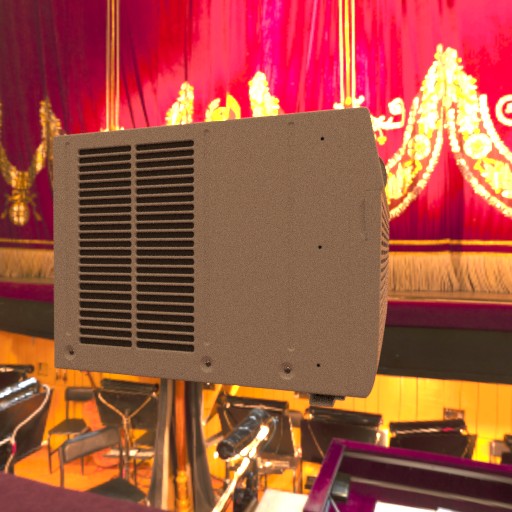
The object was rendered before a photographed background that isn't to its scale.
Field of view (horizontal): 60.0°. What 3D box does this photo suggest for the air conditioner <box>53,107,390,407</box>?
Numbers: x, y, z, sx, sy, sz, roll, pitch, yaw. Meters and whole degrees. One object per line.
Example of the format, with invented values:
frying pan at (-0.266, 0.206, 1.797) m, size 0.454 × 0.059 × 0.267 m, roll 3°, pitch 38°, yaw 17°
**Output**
air conditioner at (0.000, 0.000, 1.047) m, size 0.599 × 0.455 × 0.645 m, roll 0°, pitch 1°, yaw 18°
